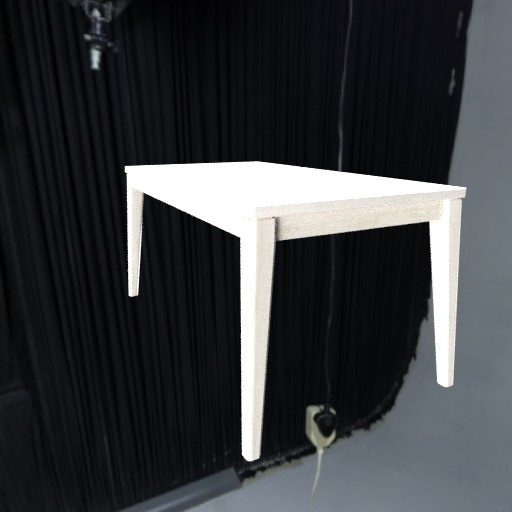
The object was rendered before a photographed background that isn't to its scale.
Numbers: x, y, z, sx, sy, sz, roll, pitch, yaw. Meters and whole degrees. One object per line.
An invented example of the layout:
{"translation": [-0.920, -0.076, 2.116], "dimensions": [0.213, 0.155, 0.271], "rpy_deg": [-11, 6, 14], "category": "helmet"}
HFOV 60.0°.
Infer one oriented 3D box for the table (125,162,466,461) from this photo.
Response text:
{"translation": [0.000, 0.000, 2.099], "dimensions": [0.900, 0.760, 1.600], "rpy_deg": [-8, 18, -27], "category": "table"}
